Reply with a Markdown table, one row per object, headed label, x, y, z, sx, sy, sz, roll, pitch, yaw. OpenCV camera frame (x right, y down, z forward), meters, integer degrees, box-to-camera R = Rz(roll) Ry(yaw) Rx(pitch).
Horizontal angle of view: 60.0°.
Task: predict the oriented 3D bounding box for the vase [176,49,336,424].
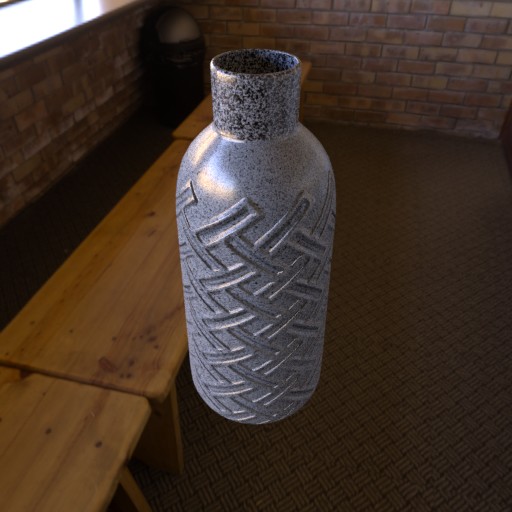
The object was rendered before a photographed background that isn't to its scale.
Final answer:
| label | x | y | z | sx | sy | sz | roll | pitch | yaw |
| --- | --- | --- | --- | --- | --- | --- | --- | --- | --- |
| vase | 0.000 | 0.000 | 0.337 | 0.122 | 0.282 | 0.122 | 0 | 39 | 0 |
